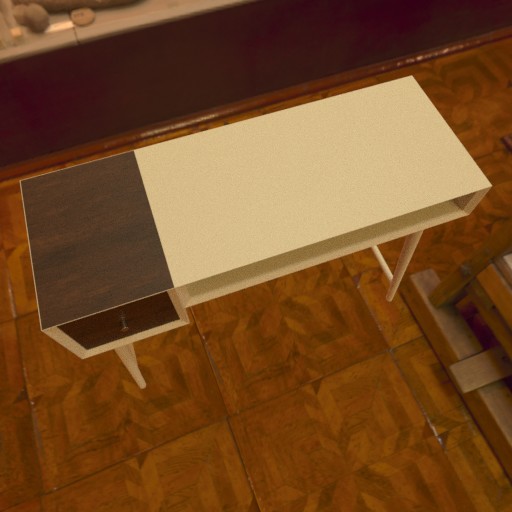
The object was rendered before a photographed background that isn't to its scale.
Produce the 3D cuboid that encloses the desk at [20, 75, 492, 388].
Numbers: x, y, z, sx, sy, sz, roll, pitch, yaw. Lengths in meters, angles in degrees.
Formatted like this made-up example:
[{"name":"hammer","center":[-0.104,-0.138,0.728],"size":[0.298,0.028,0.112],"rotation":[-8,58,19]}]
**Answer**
[{"name":"desk","center":[0.000,0.000,1.407],"size":[1.069,0.761,0.409],"rotation":[-18,65,-9]}]
